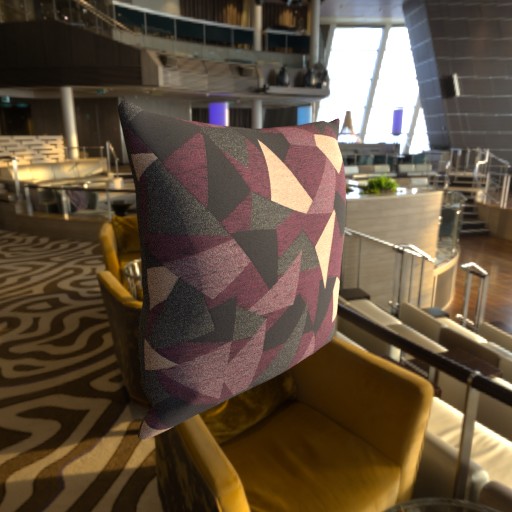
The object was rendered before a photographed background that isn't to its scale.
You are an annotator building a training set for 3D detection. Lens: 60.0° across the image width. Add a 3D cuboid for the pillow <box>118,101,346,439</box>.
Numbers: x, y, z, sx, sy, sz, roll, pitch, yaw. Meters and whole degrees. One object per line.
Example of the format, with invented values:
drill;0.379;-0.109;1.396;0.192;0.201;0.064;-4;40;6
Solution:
pillow;0.000;0.000;0.785;0.208;0.496;0.503;14;21;43
